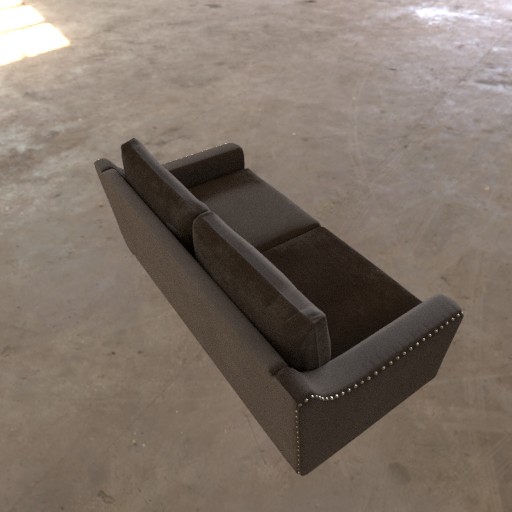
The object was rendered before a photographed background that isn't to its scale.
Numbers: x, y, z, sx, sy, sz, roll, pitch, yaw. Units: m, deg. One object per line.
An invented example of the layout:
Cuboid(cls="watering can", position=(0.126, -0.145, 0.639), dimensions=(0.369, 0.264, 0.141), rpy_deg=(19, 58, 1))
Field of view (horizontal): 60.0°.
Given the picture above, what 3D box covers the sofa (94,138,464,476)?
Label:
Cuboid(cls="sofa", position=(0.000, 0.000, 3.225), dimensions=(1.336, 1.196, 2.550), rpy_deg=(-25, 48, -25))
